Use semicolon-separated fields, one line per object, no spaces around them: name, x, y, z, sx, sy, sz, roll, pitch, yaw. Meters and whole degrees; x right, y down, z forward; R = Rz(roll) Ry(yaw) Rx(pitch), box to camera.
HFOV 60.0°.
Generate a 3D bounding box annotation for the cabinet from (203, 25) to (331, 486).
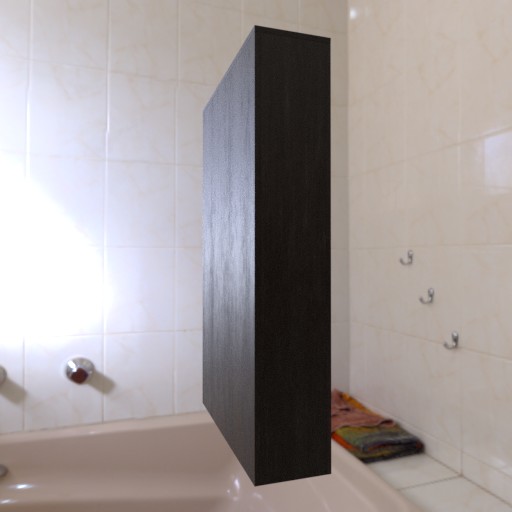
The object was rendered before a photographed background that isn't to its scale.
cabinet;0.000;0.000;1.624;0.250;1.280;0.750;0;0;-18
